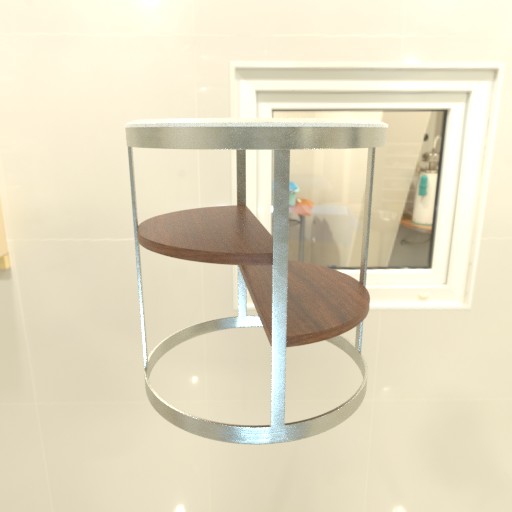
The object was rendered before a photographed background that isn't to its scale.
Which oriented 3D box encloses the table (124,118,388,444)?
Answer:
[{"bbox_3d":[0.000,0.000,0.767,0.407,0.447,0.407,0,16,0],"label":"table"}]
